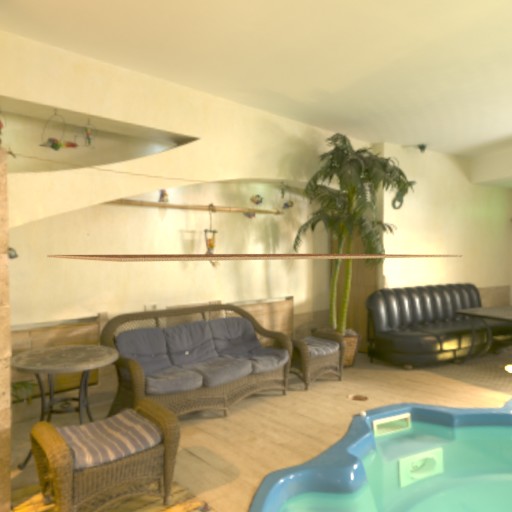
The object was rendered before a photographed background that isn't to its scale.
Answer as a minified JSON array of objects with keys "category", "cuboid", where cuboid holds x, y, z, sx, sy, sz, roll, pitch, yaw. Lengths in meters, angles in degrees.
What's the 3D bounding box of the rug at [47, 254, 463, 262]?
[{"category":"rug","cuboid":[0.000,0.000,2.902,2.290,0.014,1.526,0,1,-35]}]
